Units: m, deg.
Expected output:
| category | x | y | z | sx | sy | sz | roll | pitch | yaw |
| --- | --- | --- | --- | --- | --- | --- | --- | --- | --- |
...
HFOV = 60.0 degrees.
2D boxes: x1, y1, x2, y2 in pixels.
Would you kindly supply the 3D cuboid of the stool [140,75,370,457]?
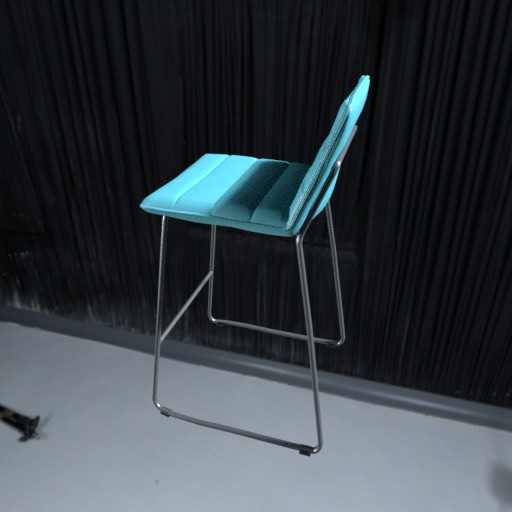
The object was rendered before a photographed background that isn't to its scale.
| category | x | y | z | sx | sy | sz | roll | pitch | yaw |
| --- | --- | --- | --- | --- | --- | --- | --- | --- | --- |
| stool | 0.000 | 0.000 | 1.253 | 0.524 | 0.936 | 0.489 | 9 | 31 | 15 |
